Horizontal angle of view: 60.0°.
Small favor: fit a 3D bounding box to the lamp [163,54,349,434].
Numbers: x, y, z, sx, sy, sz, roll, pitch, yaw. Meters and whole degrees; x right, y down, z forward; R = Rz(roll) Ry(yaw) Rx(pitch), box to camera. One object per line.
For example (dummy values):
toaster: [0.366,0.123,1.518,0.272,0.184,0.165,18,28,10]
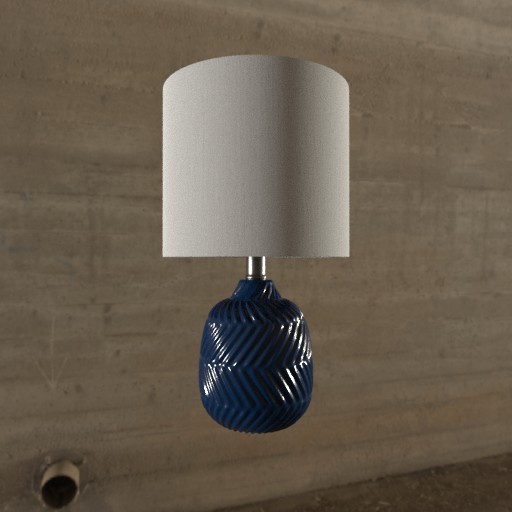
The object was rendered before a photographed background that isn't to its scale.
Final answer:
lamp: [0.000,0.000,0.493,0.203,0.368,0.203,0,0,37]
